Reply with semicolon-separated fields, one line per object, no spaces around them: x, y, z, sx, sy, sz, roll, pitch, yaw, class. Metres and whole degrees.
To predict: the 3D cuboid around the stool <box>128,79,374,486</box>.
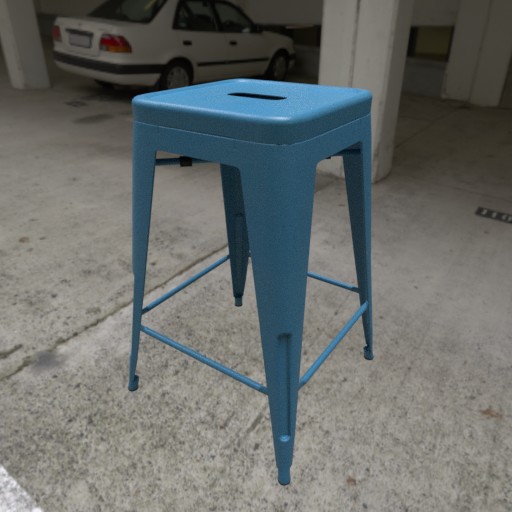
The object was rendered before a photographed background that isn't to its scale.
0.000;0.000;0.872;0.410;0.608;0.410;18;33;30;stool
